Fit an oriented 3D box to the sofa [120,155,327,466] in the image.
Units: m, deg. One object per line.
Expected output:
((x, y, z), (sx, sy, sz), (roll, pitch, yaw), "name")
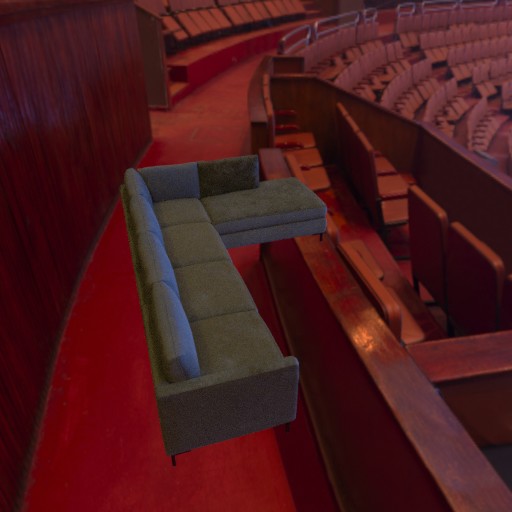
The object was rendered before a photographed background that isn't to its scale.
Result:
((0.000, 0.000, 3.185), (1.707, 0.687, 2.486), (-10, 33, -15), "sofa")
